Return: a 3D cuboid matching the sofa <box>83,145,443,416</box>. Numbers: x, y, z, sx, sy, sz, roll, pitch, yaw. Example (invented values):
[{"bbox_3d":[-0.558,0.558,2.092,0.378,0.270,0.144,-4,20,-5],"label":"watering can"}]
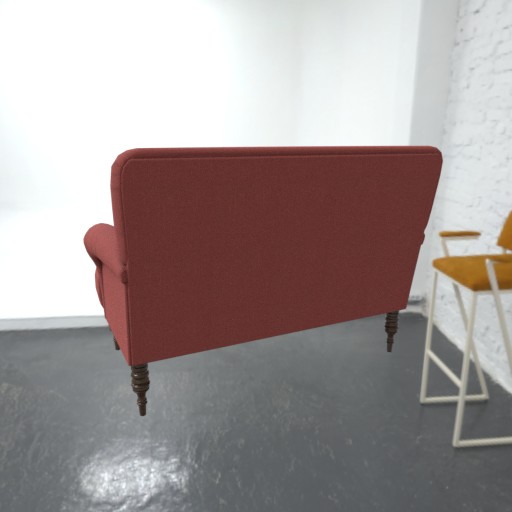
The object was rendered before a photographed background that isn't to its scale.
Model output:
[{"bbox_3d":[0.000,0.000,1.830,1.297,0.889,0.779,-7,16,-25],"label":"sofa"}]
